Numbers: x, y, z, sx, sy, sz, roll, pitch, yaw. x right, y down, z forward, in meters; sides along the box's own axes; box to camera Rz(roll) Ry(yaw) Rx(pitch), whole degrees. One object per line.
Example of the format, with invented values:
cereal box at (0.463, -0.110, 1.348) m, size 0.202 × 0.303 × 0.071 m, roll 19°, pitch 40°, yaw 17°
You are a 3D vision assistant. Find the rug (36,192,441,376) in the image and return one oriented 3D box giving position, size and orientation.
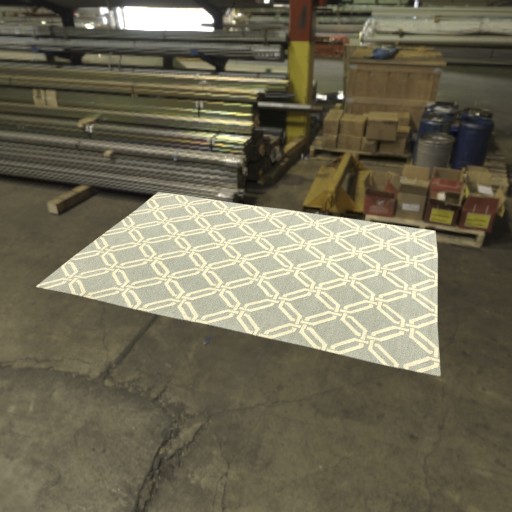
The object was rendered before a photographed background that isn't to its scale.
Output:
rug at (0.000, 0.000, 2.248) m, size 1.754 × 0.010 × 1.148 m, roll 10°, pitch 33°, yaw 15°
